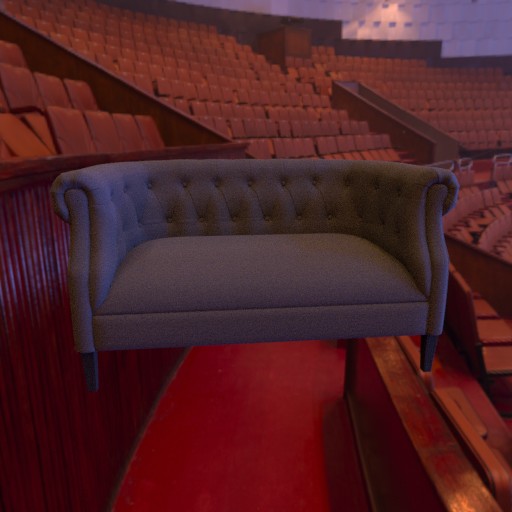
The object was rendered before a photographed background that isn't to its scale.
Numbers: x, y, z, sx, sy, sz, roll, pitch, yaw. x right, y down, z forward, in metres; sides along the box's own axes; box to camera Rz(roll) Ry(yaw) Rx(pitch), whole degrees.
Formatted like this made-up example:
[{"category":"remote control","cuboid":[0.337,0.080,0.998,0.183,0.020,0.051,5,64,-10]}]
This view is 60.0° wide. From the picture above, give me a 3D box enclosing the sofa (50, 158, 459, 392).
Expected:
[{"category":"sofa","cuboid":[0.000,0.000,2.016,1.558,0.827,0.835,-2,16,-6]}]
